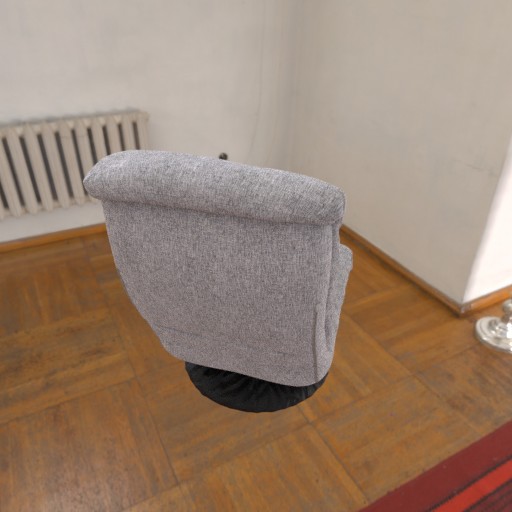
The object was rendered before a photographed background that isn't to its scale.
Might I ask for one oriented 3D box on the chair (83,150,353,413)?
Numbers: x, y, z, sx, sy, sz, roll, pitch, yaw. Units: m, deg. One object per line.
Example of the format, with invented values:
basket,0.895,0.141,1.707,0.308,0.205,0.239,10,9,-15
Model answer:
chair,0.000,0.000,0.980,0.400,0.600,0.583,9,34,14
